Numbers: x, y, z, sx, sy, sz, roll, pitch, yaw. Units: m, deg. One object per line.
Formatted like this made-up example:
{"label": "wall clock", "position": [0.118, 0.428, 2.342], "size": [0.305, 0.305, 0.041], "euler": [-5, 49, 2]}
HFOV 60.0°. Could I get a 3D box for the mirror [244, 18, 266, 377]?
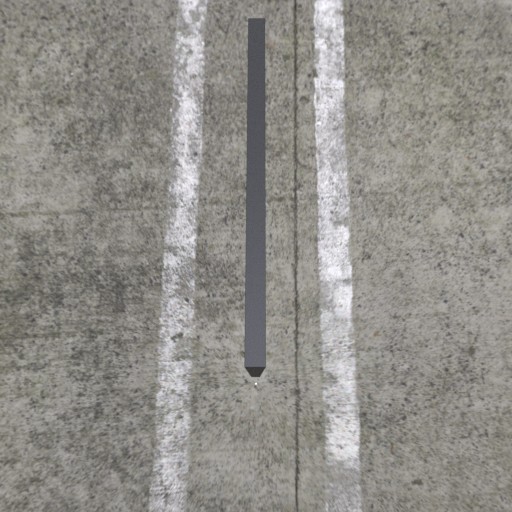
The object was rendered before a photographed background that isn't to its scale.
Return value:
{"label": "mirror", "position": [0.000, 0.000, 1.477], "size": [0.038, 1.219, 0.762], "euler": [0, 74, 0]}
